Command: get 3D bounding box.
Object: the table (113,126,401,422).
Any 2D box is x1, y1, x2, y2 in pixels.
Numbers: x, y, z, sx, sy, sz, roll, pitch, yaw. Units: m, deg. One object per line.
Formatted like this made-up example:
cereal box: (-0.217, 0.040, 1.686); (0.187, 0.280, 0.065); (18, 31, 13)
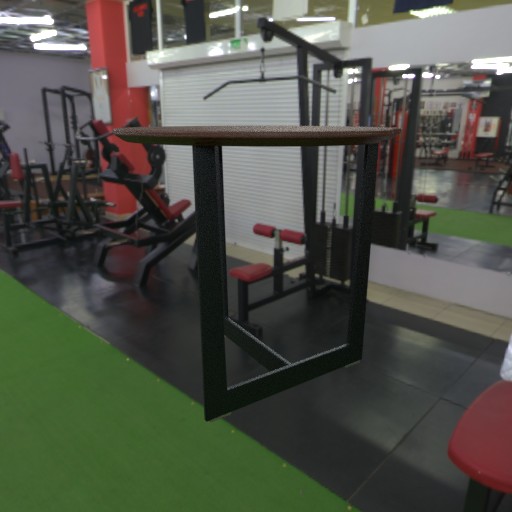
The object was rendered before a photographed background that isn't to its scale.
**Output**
table: (0.000, 0.000, 0.858); (0.477, 0.476, 0.494); (-16, 23, -41)
